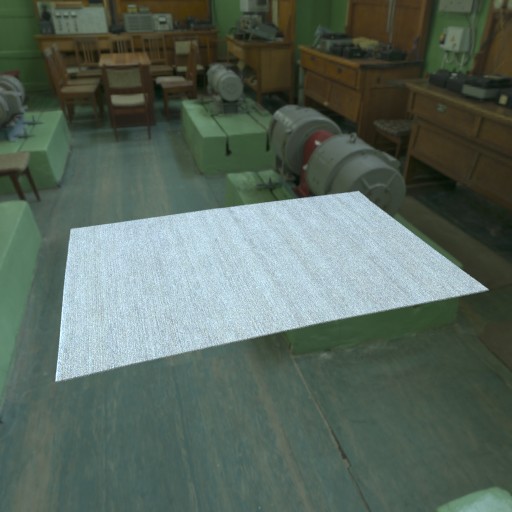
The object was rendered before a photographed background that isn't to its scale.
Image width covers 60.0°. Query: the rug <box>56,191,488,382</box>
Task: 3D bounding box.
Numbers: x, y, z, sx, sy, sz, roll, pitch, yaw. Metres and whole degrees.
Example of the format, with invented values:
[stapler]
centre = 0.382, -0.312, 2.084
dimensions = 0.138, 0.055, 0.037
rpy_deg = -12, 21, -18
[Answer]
[rug]
centre = 0.000, 0.000, 2.232
dimensions = 1.820, 0.022, 1.179
rpy_deg = -9, 33, -15
